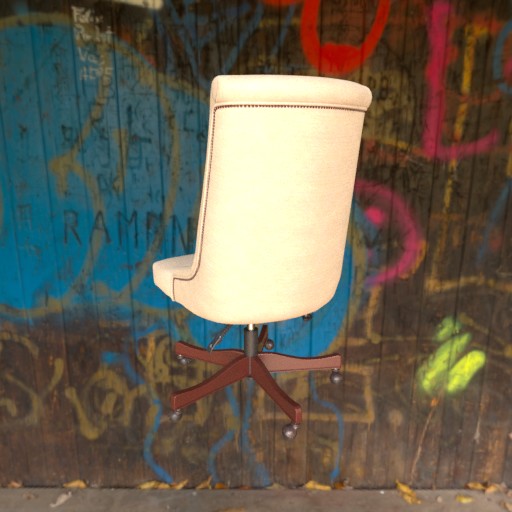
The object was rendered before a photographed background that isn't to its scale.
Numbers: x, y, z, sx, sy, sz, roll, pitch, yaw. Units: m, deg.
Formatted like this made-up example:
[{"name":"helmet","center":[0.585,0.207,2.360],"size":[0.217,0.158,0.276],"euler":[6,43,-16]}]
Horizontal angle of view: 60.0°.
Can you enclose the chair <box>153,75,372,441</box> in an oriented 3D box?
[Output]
[{"name":"chair","center":[0.000,0.000,1.437],"size":[0.645,1.010,0.696],"euler":[-7,16,-27]}]
